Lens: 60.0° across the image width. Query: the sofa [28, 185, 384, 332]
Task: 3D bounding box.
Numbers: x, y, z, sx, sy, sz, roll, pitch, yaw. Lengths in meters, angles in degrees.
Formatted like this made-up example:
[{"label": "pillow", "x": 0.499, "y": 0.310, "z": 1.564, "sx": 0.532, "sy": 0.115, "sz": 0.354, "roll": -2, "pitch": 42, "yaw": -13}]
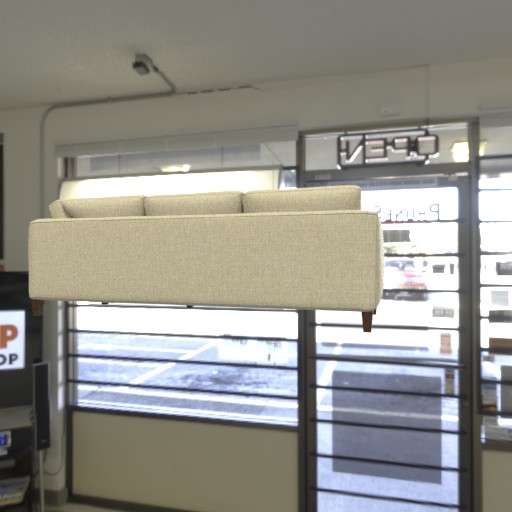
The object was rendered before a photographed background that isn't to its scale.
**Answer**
[{"label": "sofa", "x": 0.000, "y": 0.000, "z": 4.525, "sx": 2.551, "sy": 0.889, "sz": 3.403, "roll": 0, "pitch": 0, "yaw": 17}]
